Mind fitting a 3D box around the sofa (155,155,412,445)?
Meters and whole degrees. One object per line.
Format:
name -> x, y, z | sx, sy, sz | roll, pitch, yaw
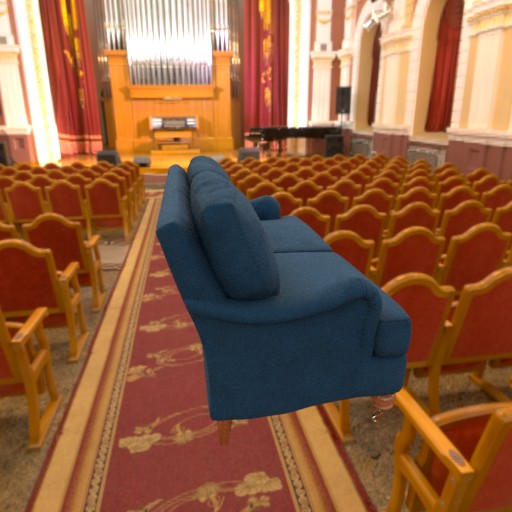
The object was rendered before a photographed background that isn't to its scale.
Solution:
sofa -> 0.000, 0.000, 2.801 | 1.084, 1.101, 2.141 | -3, 18, -9
